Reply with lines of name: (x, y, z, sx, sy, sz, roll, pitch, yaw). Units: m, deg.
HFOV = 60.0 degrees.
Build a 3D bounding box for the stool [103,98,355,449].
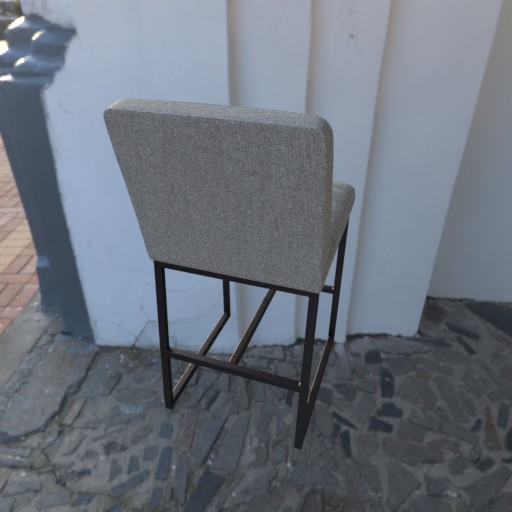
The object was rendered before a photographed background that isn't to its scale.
stool: (0.000, 0.000, 1.265, 0.460, 0.940, 0.560, 11, 33, 17)
